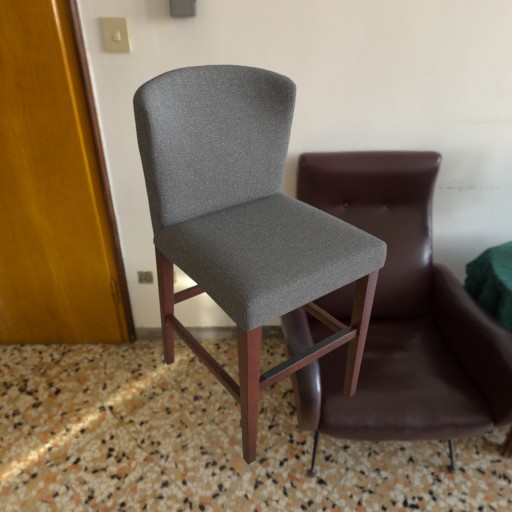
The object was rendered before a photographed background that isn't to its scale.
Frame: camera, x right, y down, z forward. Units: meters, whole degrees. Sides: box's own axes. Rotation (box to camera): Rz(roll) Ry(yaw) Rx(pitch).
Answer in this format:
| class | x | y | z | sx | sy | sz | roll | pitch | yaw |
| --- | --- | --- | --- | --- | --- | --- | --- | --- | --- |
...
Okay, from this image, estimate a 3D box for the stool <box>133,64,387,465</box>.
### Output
| class | x | y | z | sx | sy | sz | roll | pitch | yaw |
| --- | --- | --- | --- | --- | --- | --- | --- | --- | --- |
| stool | 0.000 | 0.000 | 1.285 | 0.479 | 0.968 | 0.568 | -21 | 36 | -31 |
